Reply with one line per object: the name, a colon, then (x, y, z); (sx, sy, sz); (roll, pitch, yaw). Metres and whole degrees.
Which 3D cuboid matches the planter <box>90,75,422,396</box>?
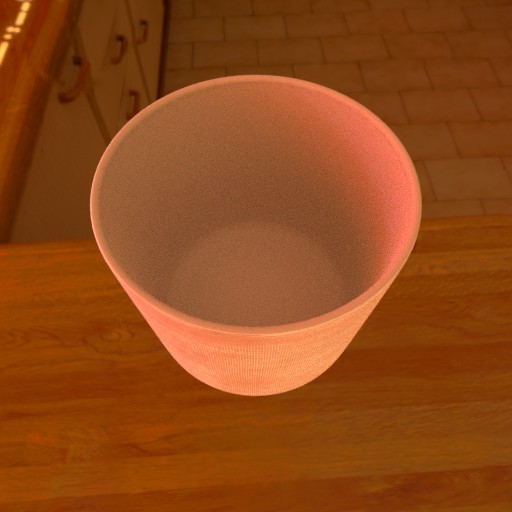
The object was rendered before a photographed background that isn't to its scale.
planter: (0.000, 0.000, 0.767); (0.440, 0.398, 0.440); (0, 59, 0)
